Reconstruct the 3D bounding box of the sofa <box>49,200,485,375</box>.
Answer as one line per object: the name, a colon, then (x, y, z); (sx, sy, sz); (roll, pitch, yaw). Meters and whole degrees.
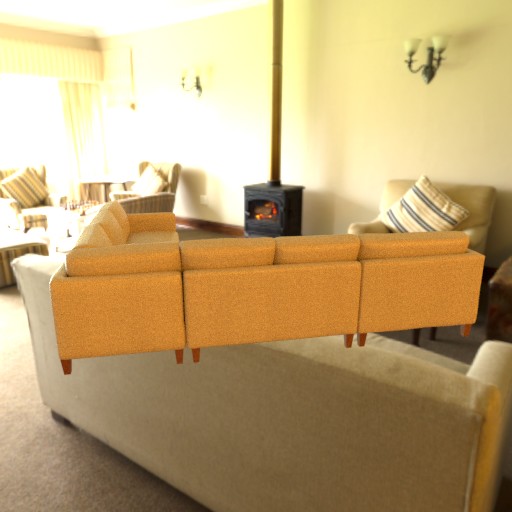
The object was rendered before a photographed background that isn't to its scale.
sofa: (0.000, 0.000, 4.645); (3.460, 0.961, 2.594); (-3, 16, -11)
